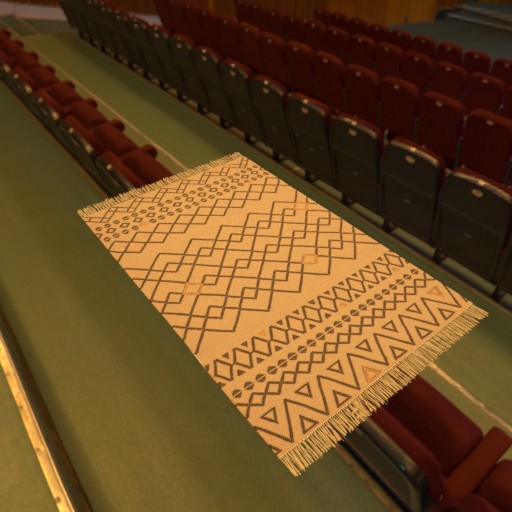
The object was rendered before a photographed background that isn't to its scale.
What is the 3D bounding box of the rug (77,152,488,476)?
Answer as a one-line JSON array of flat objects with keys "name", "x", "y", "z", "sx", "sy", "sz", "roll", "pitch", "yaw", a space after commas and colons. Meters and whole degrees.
[{"name": "rug", "x": 0.000, "y": 0.000, "z": 2.399, "sx": 1.224, "sy": 0.028, "sz": 2.023, "roll": -27, "pitch": 48, "yaw": -28}]
